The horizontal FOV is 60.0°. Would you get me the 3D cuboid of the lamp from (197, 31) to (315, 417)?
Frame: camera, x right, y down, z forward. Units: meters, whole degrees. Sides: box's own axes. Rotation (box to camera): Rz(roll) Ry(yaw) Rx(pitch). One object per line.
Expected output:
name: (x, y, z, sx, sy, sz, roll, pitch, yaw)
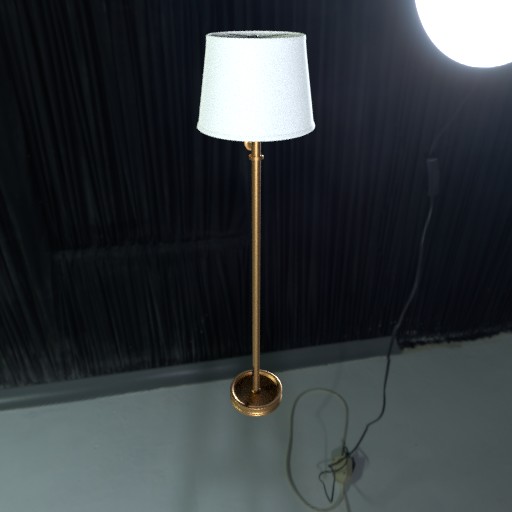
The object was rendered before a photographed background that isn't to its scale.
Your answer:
lamp: (0.000, 0.000, 0.792, 0.178, 0.710, 0.178, 0, 30, 0)
